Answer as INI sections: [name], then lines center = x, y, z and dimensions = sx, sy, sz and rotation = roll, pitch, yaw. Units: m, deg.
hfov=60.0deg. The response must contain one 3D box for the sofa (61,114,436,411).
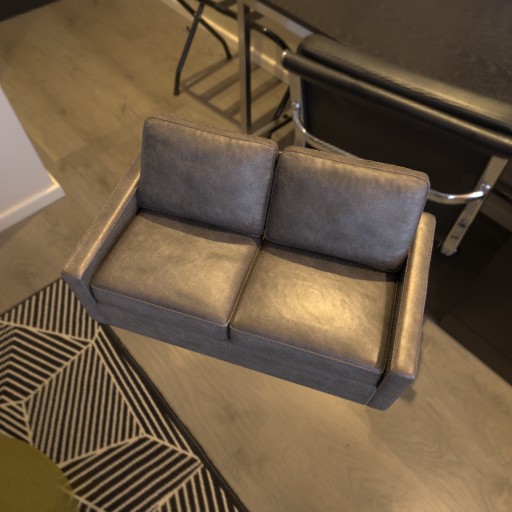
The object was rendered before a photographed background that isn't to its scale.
[sofa]
center = 0.000, 0.000, 2.340
dimensions = 1.732, 0.916, 0.939
rotation = 15, 58, 10
